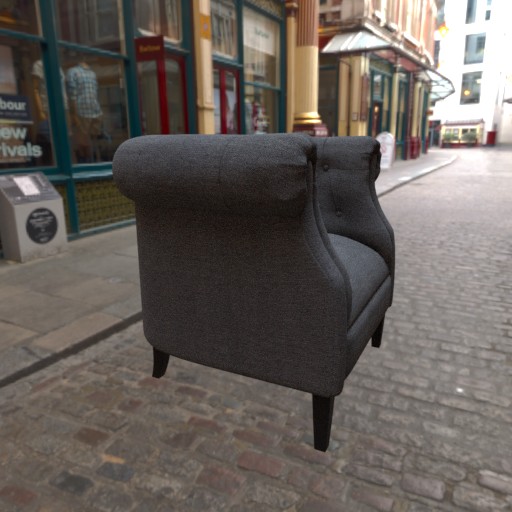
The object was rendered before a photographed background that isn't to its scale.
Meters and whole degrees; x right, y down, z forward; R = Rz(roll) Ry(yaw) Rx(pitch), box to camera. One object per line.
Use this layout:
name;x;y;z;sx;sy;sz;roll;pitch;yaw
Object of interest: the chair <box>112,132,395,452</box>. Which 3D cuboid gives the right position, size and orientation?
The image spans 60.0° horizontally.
chair;0.000;0.000;1.559;0.852;0.827;0.905;7;16;26
